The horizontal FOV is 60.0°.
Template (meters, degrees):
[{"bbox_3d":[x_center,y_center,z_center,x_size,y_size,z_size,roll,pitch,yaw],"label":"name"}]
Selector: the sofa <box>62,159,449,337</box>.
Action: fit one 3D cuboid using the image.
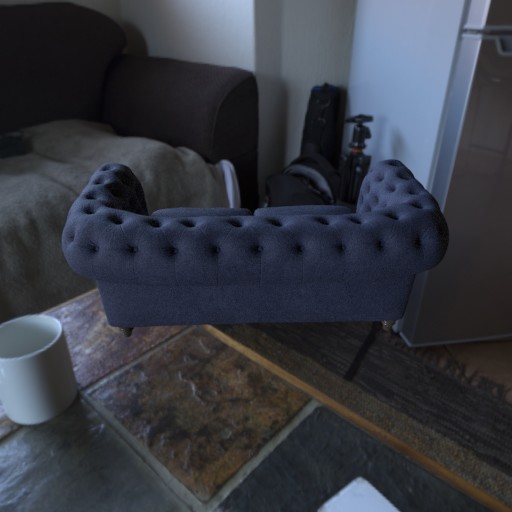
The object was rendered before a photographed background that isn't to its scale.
[{"bbox_3d":[0.000,0.000,2.543,1.988,0.833,1.082,-1,30,-2],"label":"sofa"}]
